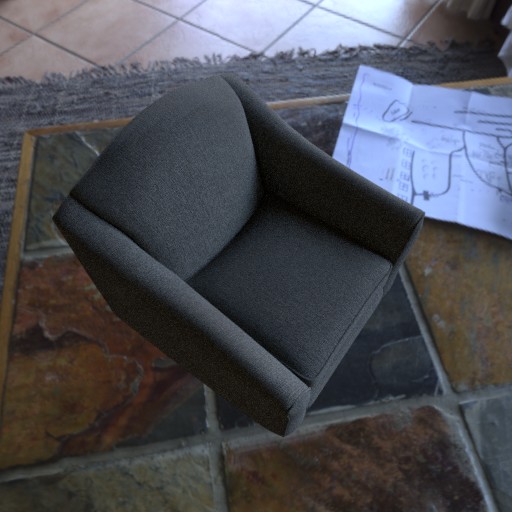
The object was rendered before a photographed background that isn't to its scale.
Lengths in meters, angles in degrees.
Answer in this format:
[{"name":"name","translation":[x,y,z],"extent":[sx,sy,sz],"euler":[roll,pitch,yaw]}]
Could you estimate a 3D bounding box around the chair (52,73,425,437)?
[{"name":"chair","translation":[0.000,0.000,1.435],"extent":[0.787,0.839,0.763],"euler":[32,63,19]}]
